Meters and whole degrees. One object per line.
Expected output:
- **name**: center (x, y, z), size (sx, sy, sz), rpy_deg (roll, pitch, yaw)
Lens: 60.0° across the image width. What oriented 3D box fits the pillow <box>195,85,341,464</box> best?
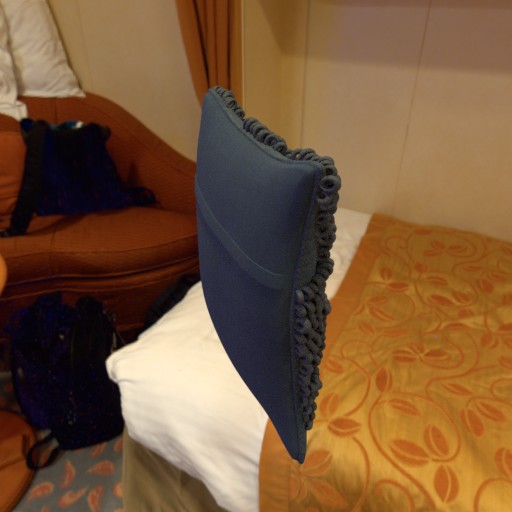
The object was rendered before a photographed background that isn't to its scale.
- **pillow**: center (0.000, 0.000, 0.737), size (0.172, 0.466, 0.469), rpy_deg (-11, 33, -17)
